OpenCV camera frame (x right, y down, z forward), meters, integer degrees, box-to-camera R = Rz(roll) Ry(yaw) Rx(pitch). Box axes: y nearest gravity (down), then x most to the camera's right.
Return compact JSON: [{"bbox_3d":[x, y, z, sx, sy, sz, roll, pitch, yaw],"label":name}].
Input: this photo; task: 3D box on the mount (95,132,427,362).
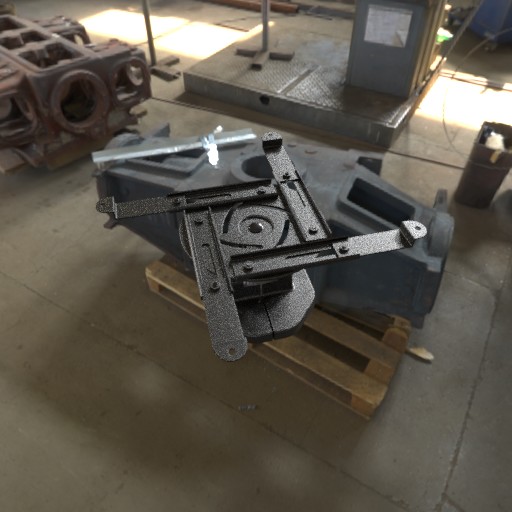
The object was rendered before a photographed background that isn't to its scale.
[{"bbox_3d":[0.000,0.000,0.608,0.394,0.141,0.394,-10,46,-10],"label":"mount"}]
